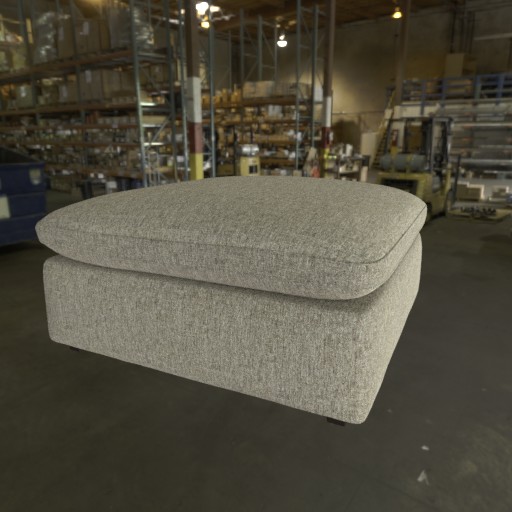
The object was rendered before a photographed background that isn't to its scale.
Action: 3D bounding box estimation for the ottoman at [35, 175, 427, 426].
[{"bbox_3d":[0.000,0.000,1.570,1.039,0.526,1.035,7,17,25],"label":"ottoman"}]
